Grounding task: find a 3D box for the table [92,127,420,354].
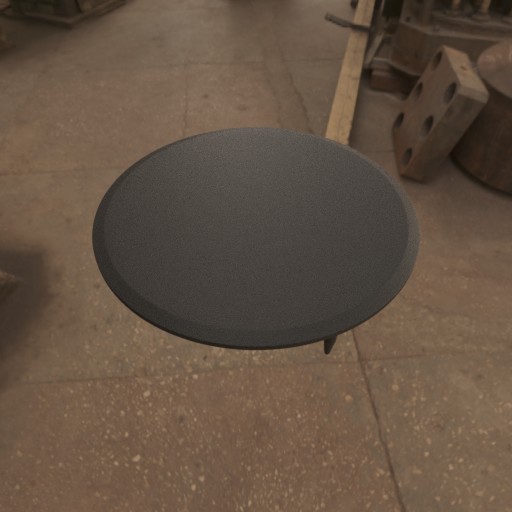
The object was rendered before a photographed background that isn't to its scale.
[{"bbox_3d":[0.000,0.000,1.392,0.900,0.400,0.900,0,46,0],"label":"table"}]
